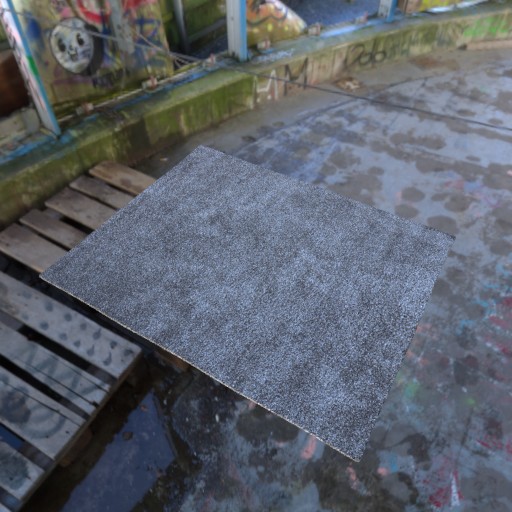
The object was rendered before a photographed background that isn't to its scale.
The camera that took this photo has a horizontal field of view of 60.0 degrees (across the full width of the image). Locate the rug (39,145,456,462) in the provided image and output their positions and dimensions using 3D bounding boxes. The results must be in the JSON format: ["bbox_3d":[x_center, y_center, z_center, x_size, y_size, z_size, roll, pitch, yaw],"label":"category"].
[{"bbox_3d":[0.000,0.000,4.052,3.000,0.025,2.401,24,51,21],"label":"rug"}]
